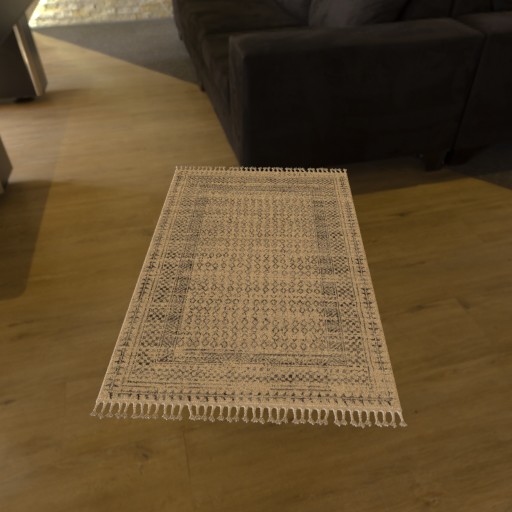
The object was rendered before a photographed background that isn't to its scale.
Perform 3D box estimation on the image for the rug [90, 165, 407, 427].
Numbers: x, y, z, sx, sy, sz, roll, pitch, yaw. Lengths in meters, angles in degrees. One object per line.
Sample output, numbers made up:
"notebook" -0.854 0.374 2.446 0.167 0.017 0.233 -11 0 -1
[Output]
"rug" 0.000 0.000 3.078 1.548 0.013 2.486 1 41 2
